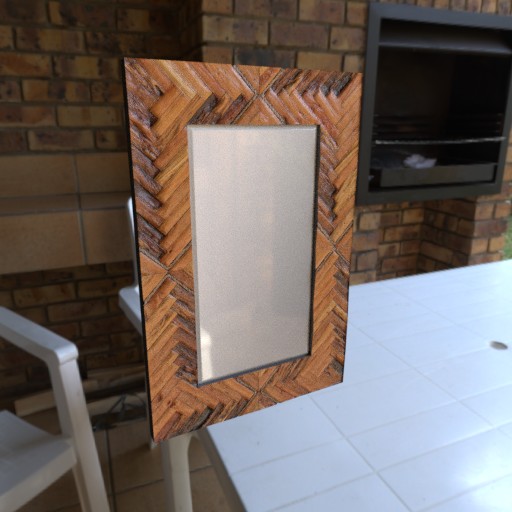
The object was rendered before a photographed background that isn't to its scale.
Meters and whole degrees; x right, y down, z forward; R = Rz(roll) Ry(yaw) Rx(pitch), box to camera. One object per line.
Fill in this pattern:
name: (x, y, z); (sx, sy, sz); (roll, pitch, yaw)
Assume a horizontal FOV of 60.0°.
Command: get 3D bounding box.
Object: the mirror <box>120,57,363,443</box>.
mirror: (0.000, 0.000, 1.156); (0.606, 0.912, 0.044); (-9, 19, -26)
